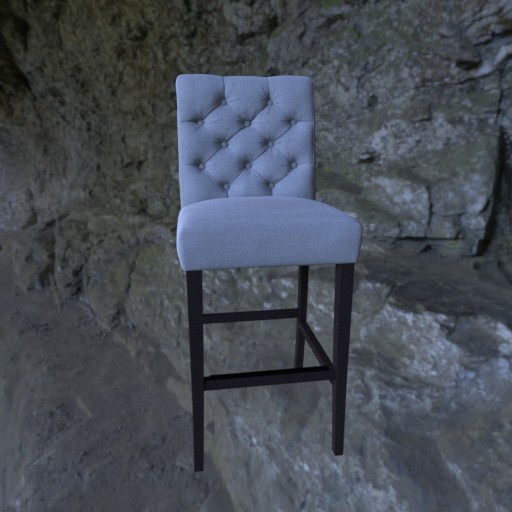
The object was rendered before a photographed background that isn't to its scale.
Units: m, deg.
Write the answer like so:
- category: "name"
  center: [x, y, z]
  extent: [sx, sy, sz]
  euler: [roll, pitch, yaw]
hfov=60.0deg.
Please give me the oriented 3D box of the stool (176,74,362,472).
- category: "stool"
  center: [0.000, 0.000, 1.439]
  extent: [0.493, 1.140, 0.601]
  euler: [-3, 17, -8]
